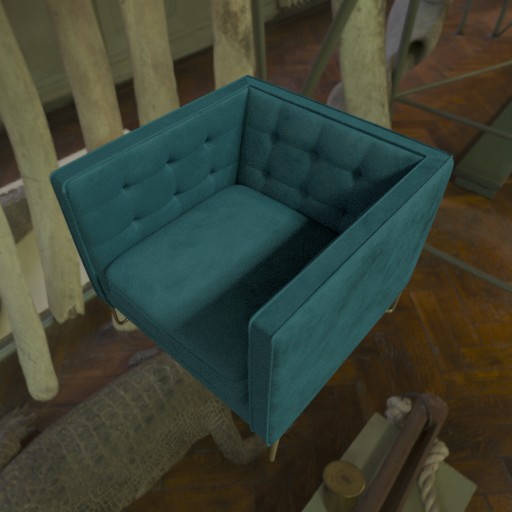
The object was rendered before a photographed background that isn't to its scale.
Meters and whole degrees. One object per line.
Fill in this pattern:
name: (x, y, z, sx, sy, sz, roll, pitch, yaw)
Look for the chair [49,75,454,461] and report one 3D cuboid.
chair: (0.000, 0.000, 1.581, 0.880, 0.790, 0.894, 32, 54, 27)
